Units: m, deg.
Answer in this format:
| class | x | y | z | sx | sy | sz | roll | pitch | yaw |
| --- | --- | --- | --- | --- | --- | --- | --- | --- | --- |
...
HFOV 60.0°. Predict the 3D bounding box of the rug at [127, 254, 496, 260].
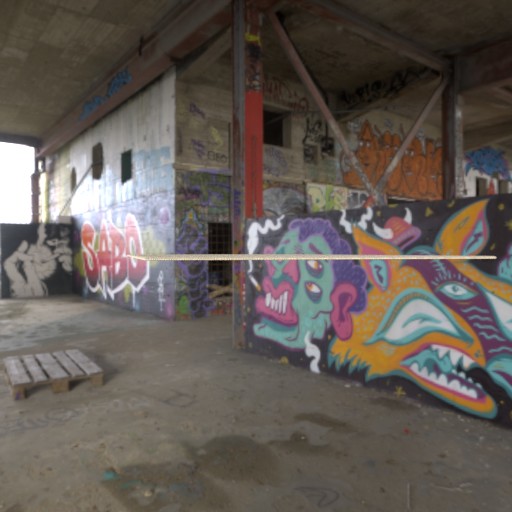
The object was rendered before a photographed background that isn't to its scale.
| class | x | y | z | sx | sy | sz | roll | pitch | yaw |
| --- | --- | --- | --- | --- | --- | --- | --- | --- | --- |
| rug | 0.000 | 0.000 | 2.259 | 1.219 | 0.010 | 1.829 | 0 | 0 | -18 |
